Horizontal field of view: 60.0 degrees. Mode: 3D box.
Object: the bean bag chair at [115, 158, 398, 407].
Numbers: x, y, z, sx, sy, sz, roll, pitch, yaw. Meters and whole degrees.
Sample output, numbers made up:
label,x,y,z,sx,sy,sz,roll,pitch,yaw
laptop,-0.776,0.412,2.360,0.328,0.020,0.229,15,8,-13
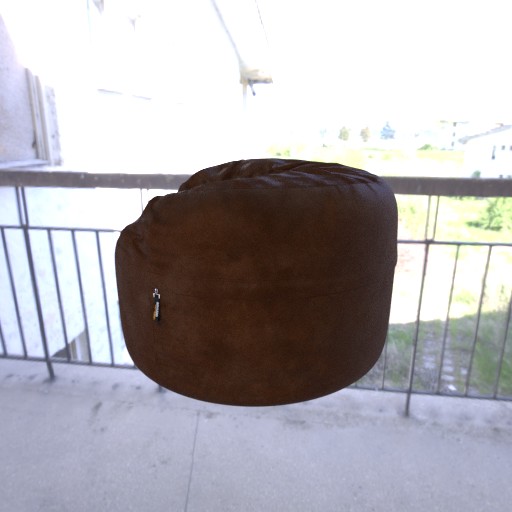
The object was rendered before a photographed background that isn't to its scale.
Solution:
label,x,y,z,sx,sy,sz,roll,pitch,yaw
bean bag chair,0.000,0.000,1.505,0.918,0.616,0.918,0,16,0
